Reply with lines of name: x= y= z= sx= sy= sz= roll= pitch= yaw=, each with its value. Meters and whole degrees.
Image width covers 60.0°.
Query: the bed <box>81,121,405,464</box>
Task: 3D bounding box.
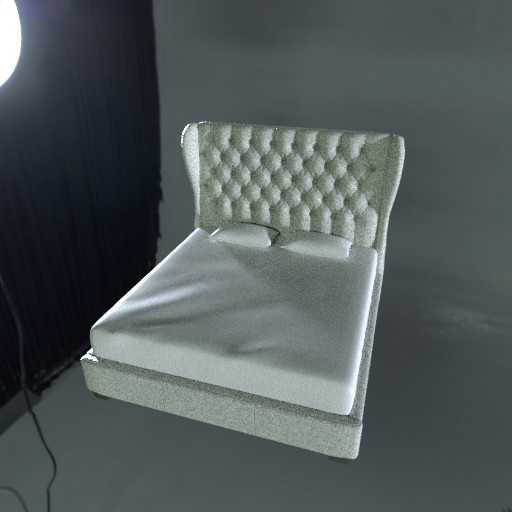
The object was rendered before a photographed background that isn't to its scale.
bed: x=0.000 y=0.000 z=3.855 sx=2.219 sy=1.771 sz=2.347 roll=9 pitch=29 yaw=16
